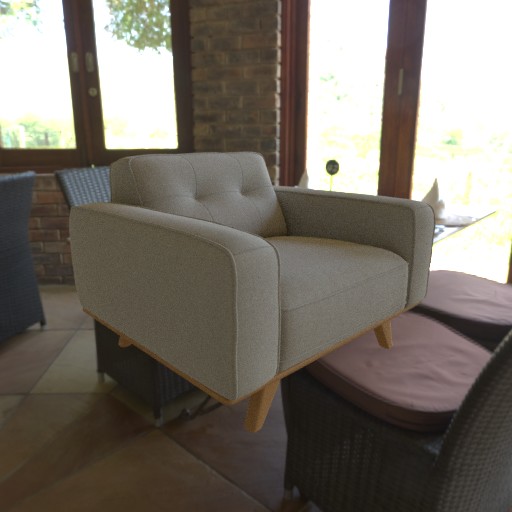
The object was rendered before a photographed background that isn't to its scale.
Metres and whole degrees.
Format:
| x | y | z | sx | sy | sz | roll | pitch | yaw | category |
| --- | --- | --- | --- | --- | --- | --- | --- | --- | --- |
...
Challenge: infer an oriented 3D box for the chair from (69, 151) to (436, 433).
| x | y | z | sx | sy | sz | roll | pitch | yaw | category |
| --- | --- | --- | --- | --- | --- | --- | --- | --- | --- |
| 0.000 | 0.000 | 1.743 | 1.115 | 0.779 | 0.953 | -14 | 20 | -43 | chair |
